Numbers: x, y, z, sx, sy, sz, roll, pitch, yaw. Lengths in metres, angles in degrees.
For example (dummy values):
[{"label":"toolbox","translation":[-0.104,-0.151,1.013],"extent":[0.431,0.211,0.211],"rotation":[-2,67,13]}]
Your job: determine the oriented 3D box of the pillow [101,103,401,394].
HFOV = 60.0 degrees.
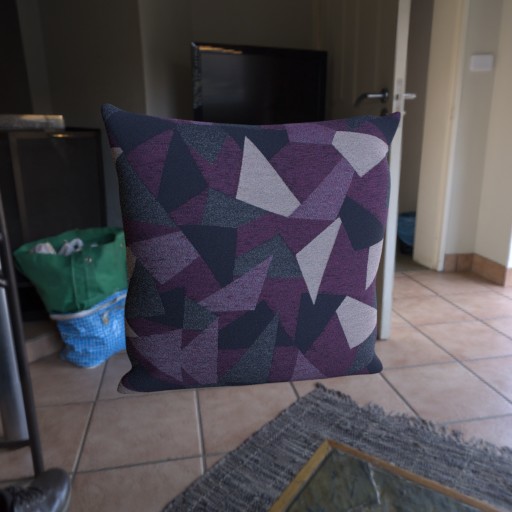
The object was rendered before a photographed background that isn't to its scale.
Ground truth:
[{"label":"pillow","translation":[0.000,0.000,0.767],"extent":[0.503,0.496,0.208],"rotation":[-2,15,-8]}]
